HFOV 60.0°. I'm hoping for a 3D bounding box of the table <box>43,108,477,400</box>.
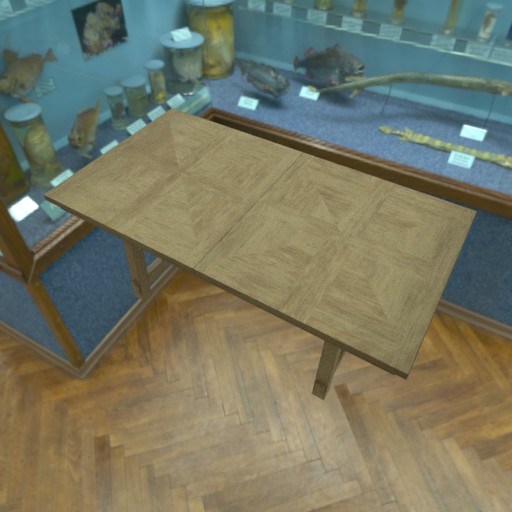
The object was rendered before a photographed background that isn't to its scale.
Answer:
[{"bbox_3d":[0.000,0.000,2.461,1.881,0.768,1.016,24,52,21],"label":"table"}]
